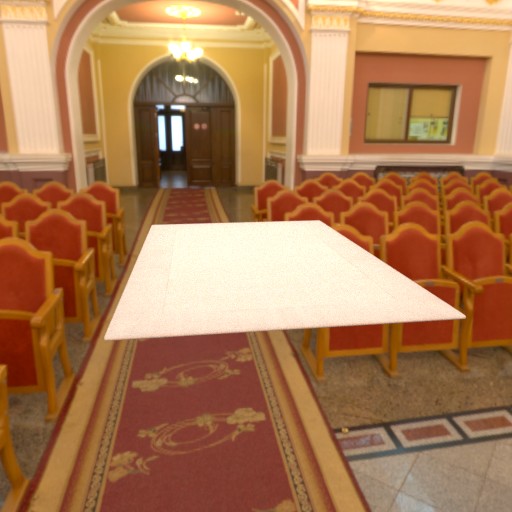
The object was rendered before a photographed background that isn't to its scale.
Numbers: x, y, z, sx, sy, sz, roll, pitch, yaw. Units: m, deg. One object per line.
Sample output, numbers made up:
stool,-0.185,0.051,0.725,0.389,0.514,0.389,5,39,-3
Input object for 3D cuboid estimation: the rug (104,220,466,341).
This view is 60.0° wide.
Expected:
rug,0.000,0.000,2.329,1.219,0.013,1.829,-2,15,-8
